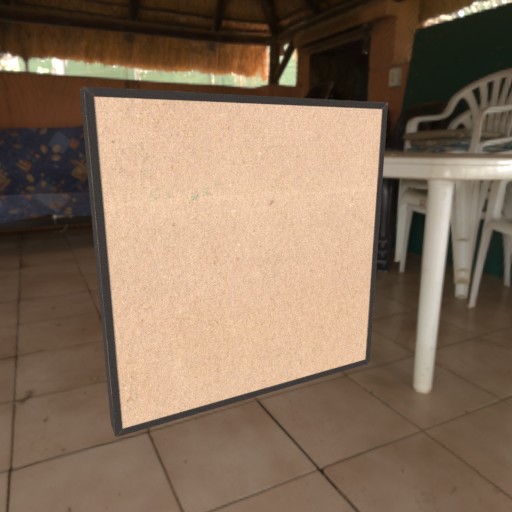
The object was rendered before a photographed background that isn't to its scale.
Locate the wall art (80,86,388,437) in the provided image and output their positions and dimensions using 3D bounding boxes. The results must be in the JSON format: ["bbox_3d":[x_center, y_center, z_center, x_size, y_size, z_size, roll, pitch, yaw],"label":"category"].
[{"bbox_3d":[0.000,0.000,0.749,0.508,0.508,0.038,-7,16,-27],"label":"wall art"}]
